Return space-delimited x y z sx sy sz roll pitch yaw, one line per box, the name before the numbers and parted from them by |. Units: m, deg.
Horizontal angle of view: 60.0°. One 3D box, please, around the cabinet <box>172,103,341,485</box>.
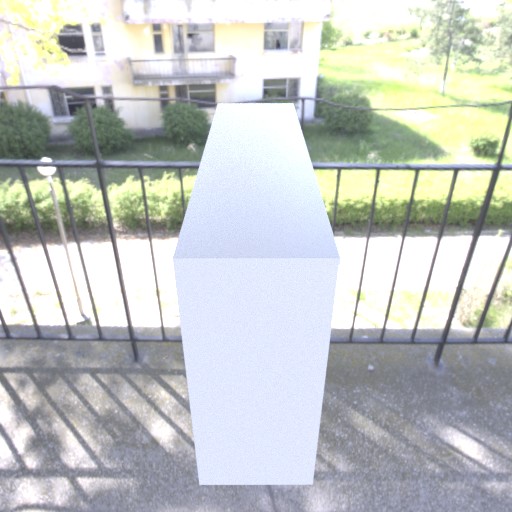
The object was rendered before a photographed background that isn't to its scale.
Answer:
cabinet | 0.000 0.000 1.852 0.380 0.900 1.450 0 32 0
